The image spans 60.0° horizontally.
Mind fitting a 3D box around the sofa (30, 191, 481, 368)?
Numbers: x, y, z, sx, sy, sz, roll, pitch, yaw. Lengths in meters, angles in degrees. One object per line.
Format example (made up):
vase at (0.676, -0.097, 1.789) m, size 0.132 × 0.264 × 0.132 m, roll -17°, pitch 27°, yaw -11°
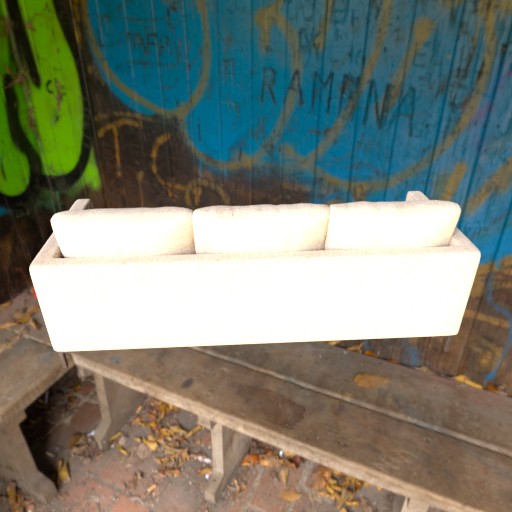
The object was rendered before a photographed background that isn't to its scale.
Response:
sofa at (0.000, 0.000, 2.622) m, size 2.218 × 0.874 × 0.859 m, roll -2°, pitch 31°, yaw -3°
